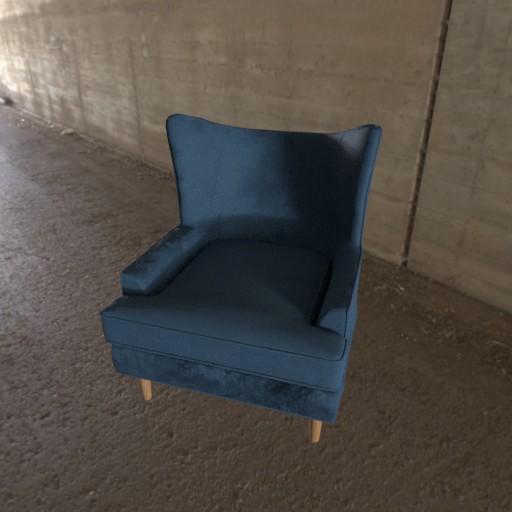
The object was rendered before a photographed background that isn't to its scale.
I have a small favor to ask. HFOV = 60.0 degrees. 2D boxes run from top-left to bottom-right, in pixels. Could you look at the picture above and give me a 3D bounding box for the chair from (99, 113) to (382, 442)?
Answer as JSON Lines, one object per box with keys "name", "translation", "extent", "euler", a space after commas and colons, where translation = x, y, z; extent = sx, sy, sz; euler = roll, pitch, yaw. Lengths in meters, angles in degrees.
{"name": "chair", "translation": [0.000, 0.000, 1.663], "extent": [0.793, 0.952, 0.910], "euler": [8, 28, 16]}
